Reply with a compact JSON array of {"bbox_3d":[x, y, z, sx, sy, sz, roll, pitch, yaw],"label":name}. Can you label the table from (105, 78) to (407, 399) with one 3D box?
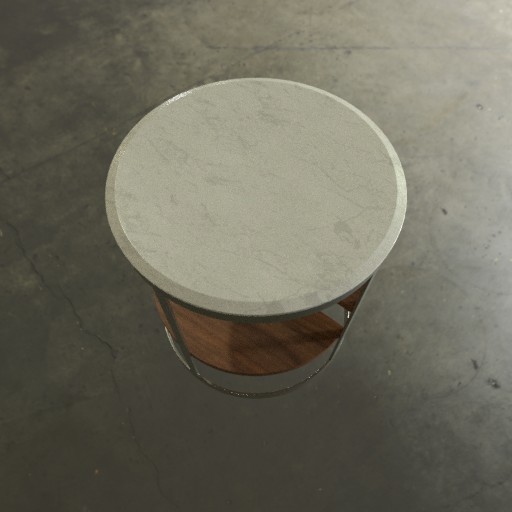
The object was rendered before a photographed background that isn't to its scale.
[{"bbox_3d":[0.000,0.000,0.795,0.407,0.447,0.407,0,60,0],"label":"table"}]
